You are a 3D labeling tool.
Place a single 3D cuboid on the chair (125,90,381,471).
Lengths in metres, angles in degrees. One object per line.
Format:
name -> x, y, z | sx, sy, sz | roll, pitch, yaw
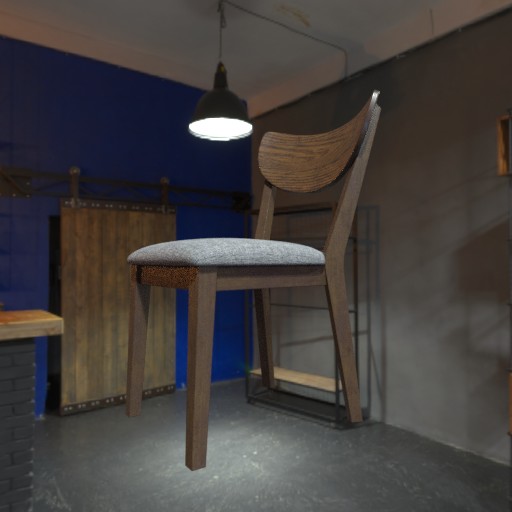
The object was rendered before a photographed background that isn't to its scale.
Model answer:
chair -> 0.000, 0.000, 1.198 | 0.583, 0.849, 0.491 | 0, -1, -35
